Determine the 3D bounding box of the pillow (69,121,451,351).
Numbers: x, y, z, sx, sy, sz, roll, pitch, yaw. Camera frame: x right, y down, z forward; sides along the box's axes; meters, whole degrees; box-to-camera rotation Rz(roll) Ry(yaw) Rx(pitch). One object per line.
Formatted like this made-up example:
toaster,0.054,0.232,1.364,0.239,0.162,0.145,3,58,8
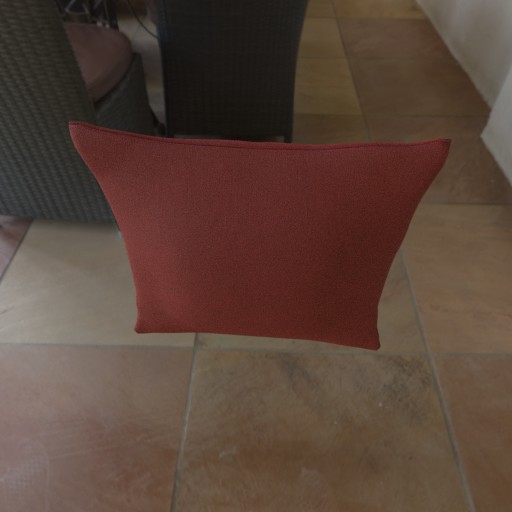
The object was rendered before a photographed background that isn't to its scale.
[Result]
pillow,0.000,0.000,0.645,0.435,0.416,0.151,3,47,3
